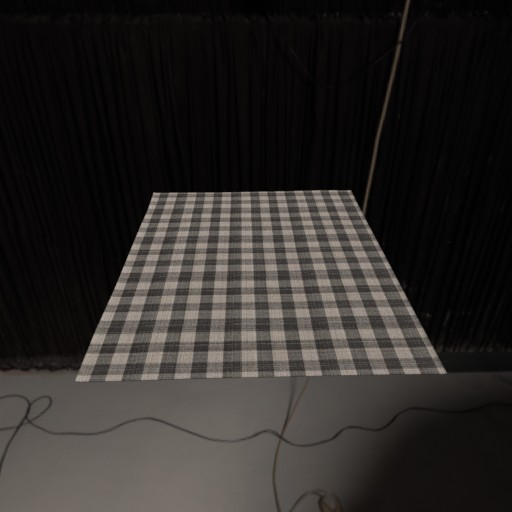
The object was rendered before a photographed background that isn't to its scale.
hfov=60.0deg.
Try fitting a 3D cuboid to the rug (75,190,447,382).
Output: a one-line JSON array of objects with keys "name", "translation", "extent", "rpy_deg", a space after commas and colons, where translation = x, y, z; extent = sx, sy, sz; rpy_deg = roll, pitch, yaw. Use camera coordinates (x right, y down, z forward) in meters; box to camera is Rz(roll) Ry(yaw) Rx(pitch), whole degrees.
[{"name": "rug", "translation": [0.000, 0.000, 4.175], "extent": [2.432, 0.013, 3.021], "rpy_deg": [-1, 32, -1]}]
